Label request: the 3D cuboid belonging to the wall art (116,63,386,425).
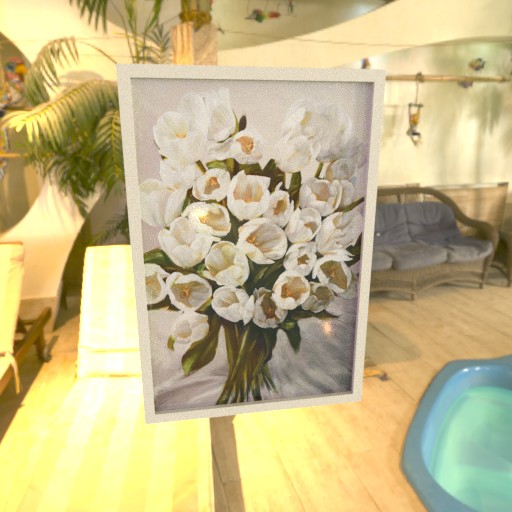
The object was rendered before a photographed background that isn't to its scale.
[{"bbox_3d":[0.000,0.000,0.544,0.293,0.428,0.025,-3,16,-10],"label":"wall art"}]
